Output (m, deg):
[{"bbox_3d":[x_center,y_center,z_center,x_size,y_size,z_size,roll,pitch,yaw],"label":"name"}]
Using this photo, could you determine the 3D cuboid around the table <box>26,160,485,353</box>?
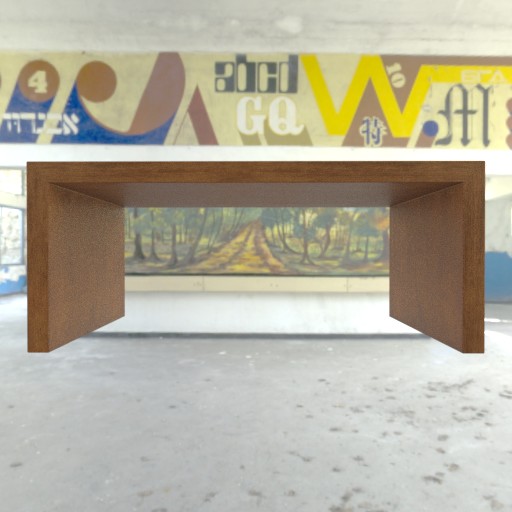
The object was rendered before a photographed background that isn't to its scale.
[{"bbox_3d":[0.000,0.000,1.240,1.000,0.419,0.549,0,1,0],"label":"table"}]
